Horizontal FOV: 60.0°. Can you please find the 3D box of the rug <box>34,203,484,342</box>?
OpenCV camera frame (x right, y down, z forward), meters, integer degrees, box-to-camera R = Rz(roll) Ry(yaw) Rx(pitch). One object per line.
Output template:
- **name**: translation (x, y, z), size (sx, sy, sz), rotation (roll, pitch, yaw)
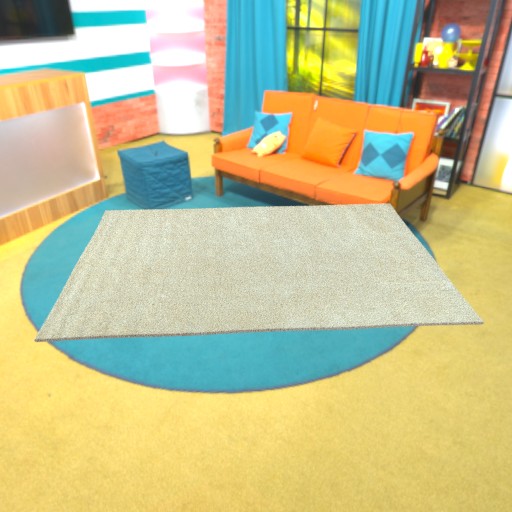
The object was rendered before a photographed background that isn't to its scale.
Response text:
- **rug**: translation (0.000, 0.000, 3.430), size (2.699, 0.025, 1.800), rotation (-2, 31, -3)
